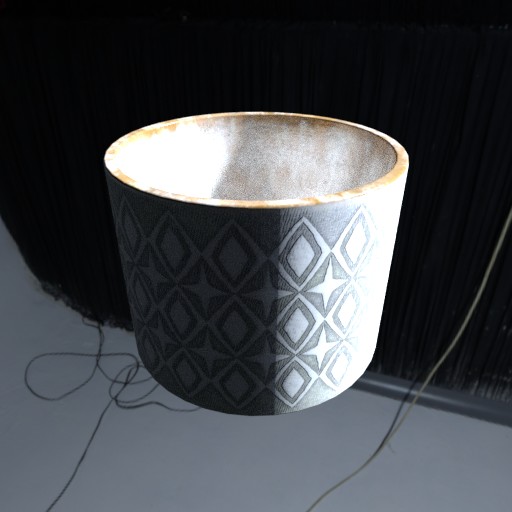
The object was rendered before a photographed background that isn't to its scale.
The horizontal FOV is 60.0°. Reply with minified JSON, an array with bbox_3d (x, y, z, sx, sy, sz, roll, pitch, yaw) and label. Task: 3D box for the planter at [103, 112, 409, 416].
[{"bbox_3d":[0.000,0.000,0.441,0.255,0.223,0.255,0,31,0],"label":"planter"}]
